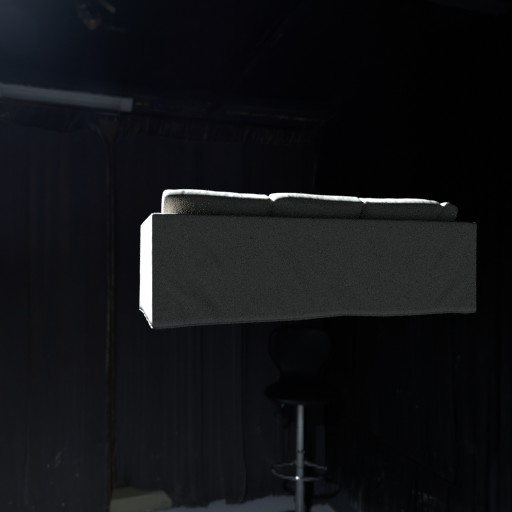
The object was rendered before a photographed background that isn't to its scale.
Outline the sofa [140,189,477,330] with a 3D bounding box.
[{"bbox_3d":[0.000,0.000,4.620,2.448,0.882,3.464,0,0,-19],"label":"sofa"}]
